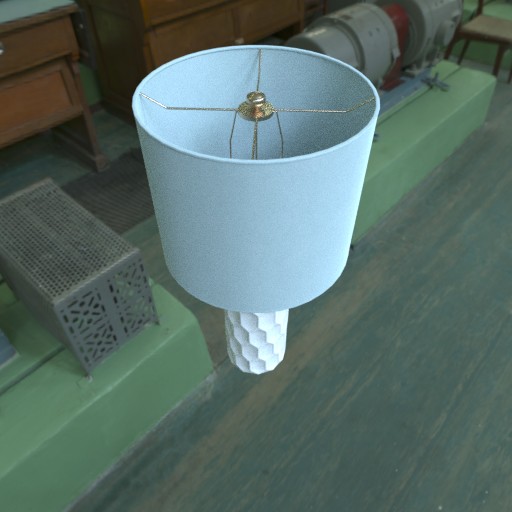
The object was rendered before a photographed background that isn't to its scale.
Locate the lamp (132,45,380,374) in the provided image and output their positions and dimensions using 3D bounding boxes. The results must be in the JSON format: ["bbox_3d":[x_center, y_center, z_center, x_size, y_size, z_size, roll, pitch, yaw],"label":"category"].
[{"bbox_3d":[0.000,0.000,0.695,0.277,0.534,0.277,32,54,27],"label":"lamp"}]
